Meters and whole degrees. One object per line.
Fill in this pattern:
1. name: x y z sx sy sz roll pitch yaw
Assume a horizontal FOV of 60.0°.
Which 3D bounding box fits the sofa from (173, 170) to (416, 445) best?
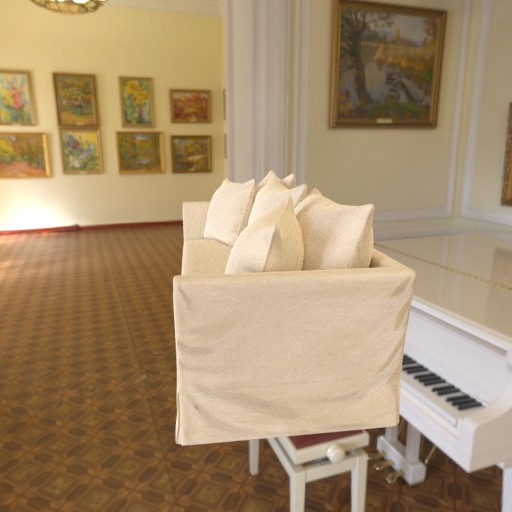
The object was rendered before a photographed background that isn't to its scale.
1. sofa: 0.000 0.000 2.958 1.030 1.042 2.484 -2 14 -8
